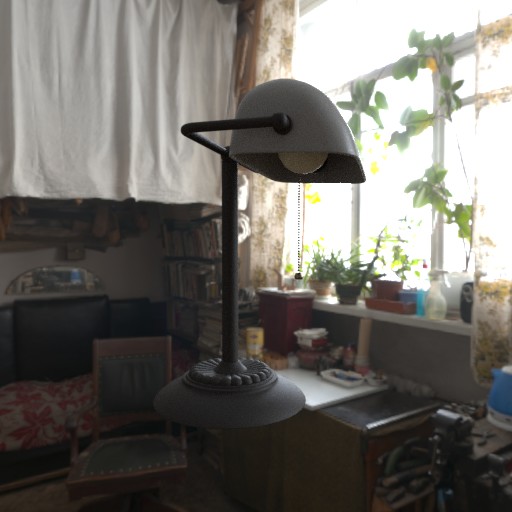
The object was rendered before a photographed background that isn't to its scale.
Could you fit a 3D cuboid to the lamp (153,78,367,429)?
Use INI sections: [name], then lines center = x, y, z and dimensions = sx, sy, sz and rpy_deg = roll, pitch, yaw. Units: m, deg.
[lamp]
center = 0.000, 0.000, 0.514
dimensions = 0.243, 0.339, 0.264
rpy_deg = 1, 2, 16
